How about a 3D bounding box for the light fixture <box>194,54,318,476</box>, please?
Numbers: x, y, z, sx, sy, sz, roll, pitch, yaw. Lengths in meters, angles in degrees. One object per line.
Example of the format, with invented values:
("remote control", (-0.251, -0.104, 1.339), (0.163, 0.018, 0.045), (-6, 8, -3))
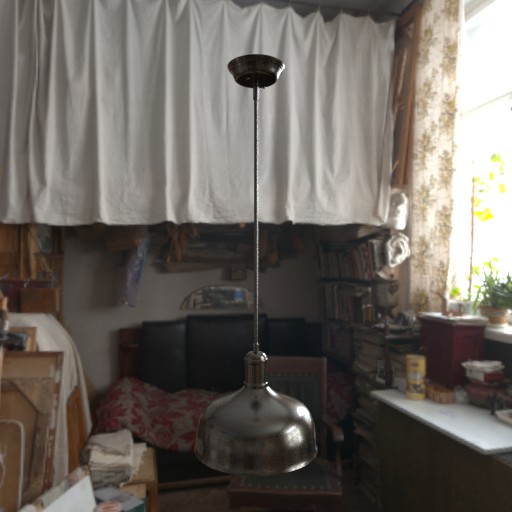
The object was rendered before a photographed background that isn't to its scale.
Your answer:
("light fixture", (0.000, 0.000, 1.093), (0.299, 0.935, 0.299), (-1, -1, 36))
